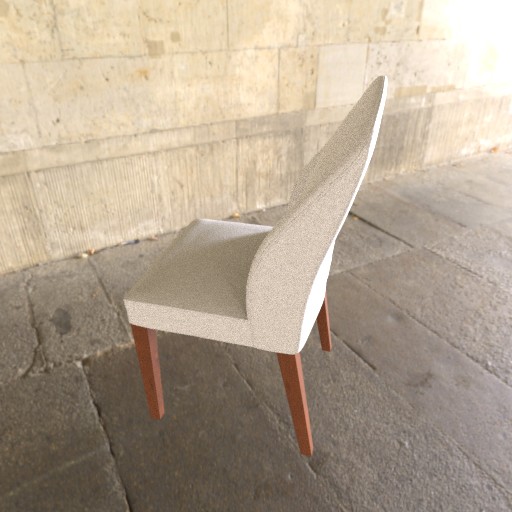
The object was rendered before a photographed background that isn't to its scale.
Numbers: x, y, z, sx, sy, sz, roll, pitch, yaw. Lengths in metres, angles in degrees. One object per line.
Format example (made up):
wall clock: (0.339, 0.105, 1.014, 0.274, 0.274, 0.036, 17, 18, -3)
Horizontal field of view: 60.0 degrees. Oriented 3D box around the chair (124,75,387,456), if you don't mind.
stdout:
chair: (0.000, 0.000, 1.156, 0.540, 0.893, 0.472, 8, 31, 13)
